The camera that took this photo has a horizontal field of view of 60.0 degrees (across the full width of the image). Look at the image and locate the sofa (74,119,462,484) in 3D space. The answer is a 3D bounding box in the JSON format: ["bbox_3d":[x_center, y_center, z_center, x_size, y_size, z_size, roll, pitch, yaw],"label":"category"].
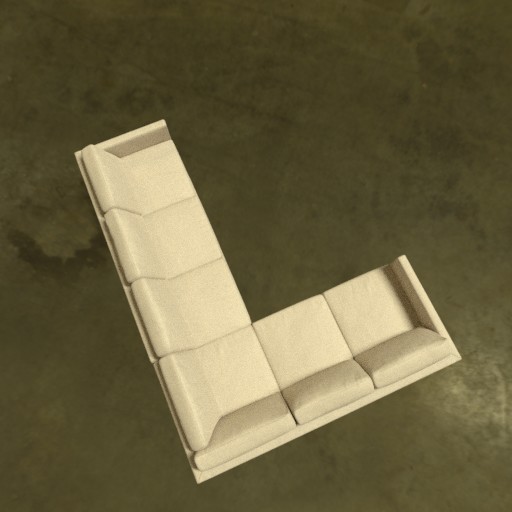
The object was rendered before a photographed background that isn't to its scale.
[{"bbox_3d":[0.000,0.000,4.228,2.432,0.863,3.182,-23,76,-6],"label":"sofa"}]
